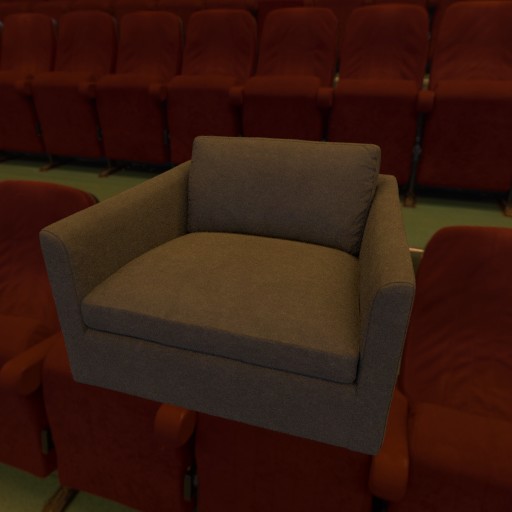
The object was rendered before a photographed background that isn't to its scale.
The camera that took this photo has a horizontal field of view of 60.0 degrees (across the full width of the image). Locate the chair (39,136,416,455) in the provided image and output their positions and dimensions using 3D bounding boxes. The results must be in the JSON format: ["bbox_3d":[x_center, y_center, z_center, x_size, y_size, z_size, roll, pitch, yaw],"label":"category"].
[{"bbox_3d":[0.000,0.000,1.848,1.190,0.845,1.091,8,27,16],"label":"chair"}]
